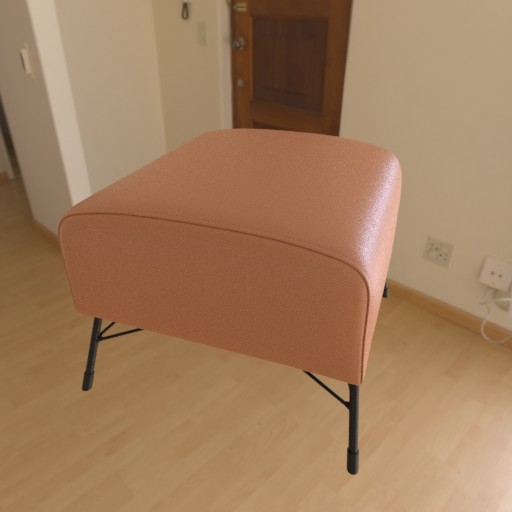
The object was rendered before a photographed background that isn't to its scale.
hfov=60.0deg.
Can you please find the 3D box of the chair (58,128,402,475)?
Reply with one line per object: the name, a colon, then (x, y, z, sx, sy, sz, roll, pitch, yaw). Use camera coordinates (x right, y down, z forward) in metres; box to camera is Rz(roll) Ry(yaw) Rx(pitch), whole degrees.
chair: (0.000, 0.000, 0.889, 0.530, 0.410, 0.530, 10, 31, 17)
